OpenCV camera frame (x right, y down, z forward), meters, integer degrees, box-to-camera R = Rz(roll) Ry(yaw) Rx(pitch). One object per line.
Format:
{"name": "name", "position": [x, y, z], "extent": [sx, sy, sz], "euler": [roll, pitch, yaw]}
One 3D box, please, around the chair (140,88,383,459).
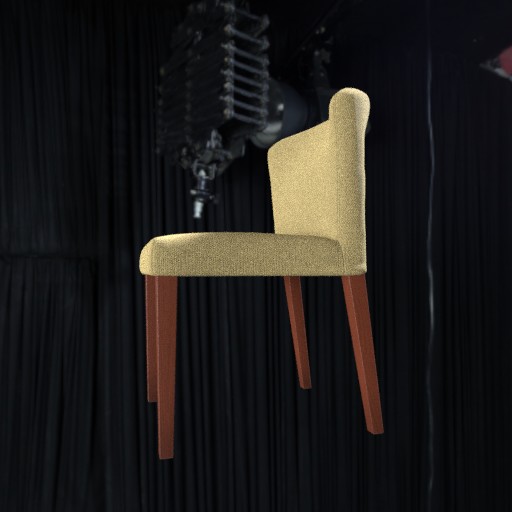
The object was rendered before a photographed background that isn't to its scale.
{"name": "chair", "position": [0.000, 0.000, 1.191], "extent": [0.589, 0.839, 0.491], "euler": [1, -2, -17]}
